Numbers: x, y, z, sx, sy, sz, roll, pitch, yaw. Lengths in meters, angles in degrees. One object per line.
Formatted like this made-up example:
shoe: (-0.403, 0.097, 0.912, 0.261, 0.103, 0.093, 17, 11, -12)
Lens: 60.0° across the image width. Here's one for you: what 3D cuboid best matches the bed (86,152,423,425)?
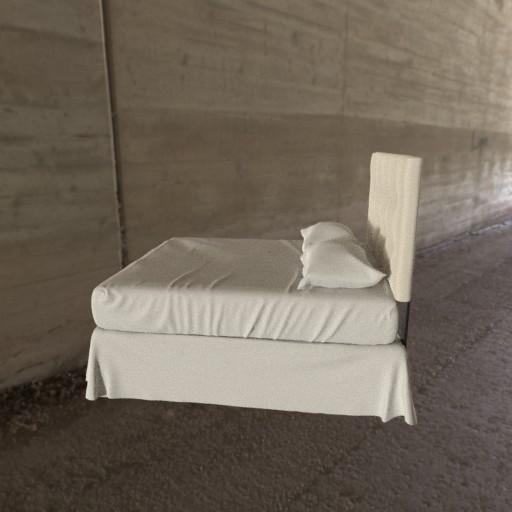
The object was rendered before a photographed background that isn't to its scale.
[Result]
bed: (0.000, 0.000, 3.490, 2.222, 1.577, 1.936, 2, 14, 7)
